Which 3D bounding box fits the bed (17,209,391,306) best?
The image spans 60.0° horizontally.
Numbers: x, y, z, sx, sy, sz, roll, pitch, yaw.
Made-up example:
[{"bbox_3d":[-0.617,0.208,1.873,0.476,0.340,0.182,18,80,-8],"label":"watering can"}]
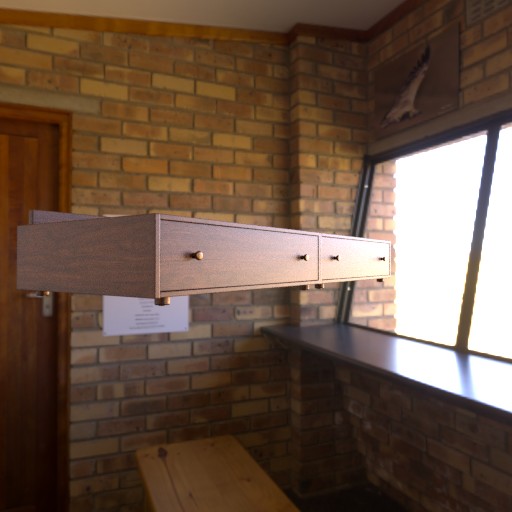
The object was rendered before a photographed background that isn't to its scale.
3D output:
[{"bbox_3d":[0.000,0.000,2.309,0.787,0.326,2.057,-1,-1,35],"label":"bed"}]
